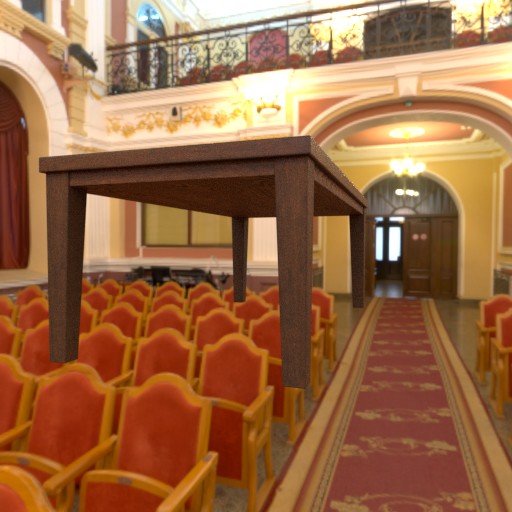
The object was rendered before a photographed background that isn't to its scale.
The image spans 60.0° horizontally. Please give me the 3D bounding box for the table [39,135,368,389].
[{"bbox_3d":[0.000,0.000,2.411,1.016,0.762,1.981,0,1,19],"label":"table"}]
